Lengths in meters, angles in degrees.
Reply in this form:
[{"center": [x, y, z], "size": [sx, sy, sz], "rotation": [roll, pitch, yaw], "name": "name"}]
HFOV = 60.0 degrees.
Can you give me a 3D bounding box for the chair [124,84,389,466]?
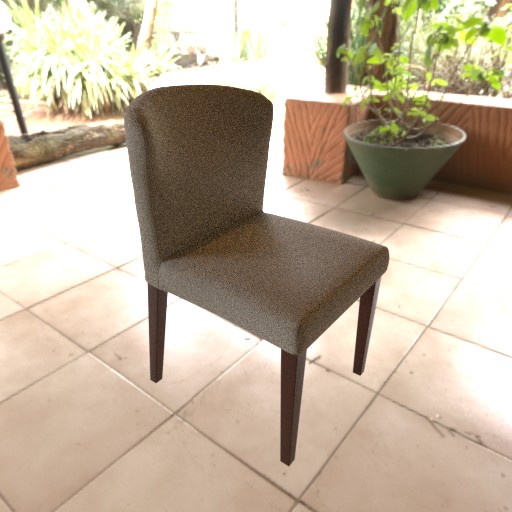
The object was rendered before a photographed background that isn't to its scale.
[{"center": [0.000, 0.000, 1.209], "size": [0.589, 0.839, 0.491], "rotation": [19, 33, 33], "name": "chair"}]
